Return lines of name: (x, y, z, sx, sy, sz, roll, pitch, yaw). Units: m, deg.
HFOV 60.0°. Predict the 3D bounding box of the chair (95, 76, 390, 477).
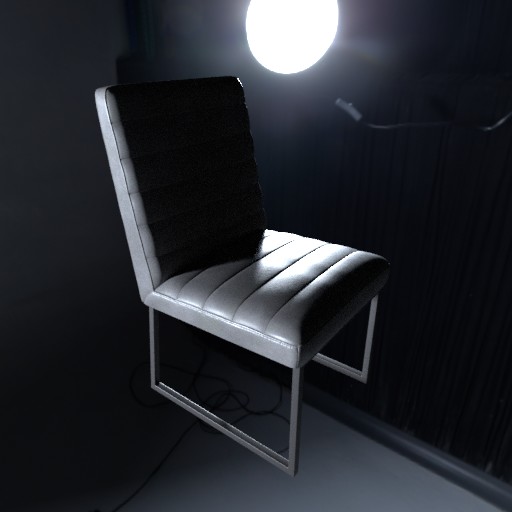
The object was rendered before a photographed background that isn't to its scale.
chair: (0.000, 0.000, 1.281, 0.634, 0.930, 0.520, 18, 31, 33)
